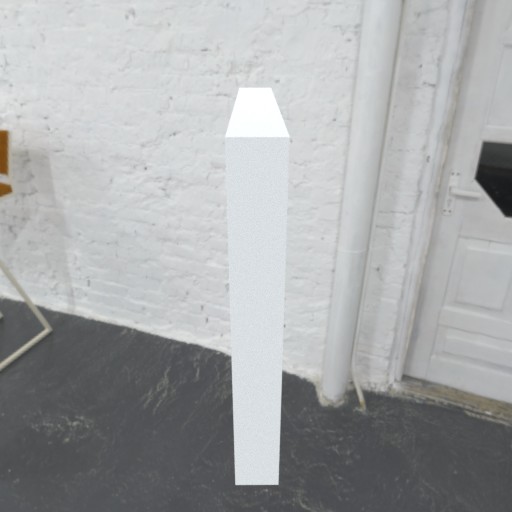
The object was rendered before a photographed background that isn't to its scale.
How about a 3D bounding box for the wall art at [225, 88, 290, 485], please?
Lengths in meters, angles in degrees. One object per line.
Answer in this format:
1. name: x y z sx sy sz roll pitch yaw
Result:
1. wall art: 0.000 0.000 0.465 0.038 0.304 0.305 0 26 0
